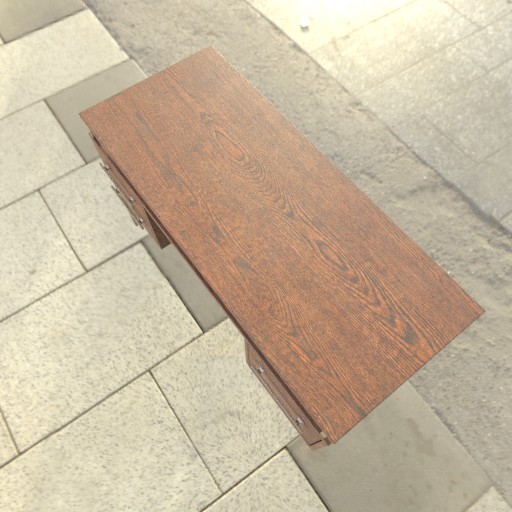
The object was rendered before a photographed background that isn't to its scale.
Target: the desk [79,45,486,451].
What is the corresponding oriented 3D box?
[{"bbox_3d":[0.000,0.000,1.791,0.610,0.792,1.384,-35,69,-15],"label":"desk"}]
